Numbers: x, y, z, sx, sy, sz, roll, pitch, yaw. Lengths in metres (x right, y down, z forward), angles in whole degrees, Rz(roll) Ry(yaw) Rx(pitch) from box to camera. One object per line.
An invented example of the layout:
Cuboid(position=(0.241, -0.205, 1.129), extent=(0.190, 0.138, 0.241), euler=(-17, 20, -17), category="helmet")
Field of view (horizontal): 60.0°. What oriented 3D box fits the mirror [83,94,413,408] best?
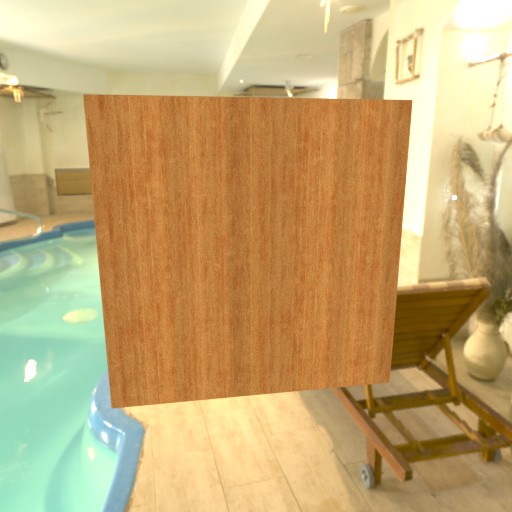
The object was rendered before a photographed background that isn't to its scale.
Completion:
Cuboid(position=(0.000, 0.000, 0.967), extent=(0.651, 0.651, 0.047), euler=(-2, 14, -9), category="mirror")
